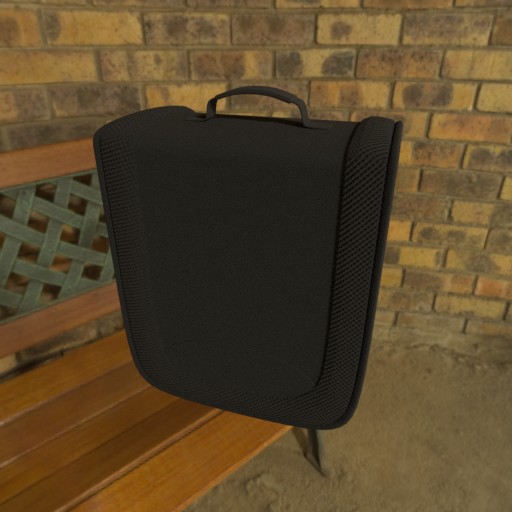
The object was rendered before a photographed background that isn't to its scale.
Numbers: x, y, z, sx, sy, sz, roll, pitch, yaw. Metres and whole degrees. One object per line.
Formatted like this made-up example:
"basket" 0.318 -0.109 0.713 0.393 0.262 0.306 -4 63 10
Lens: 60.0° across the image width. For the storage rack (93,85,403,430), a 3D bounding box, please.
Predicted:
"storage rack" 0.000 0.000 0.542 0.297 0.387 0.168 8 29 16
